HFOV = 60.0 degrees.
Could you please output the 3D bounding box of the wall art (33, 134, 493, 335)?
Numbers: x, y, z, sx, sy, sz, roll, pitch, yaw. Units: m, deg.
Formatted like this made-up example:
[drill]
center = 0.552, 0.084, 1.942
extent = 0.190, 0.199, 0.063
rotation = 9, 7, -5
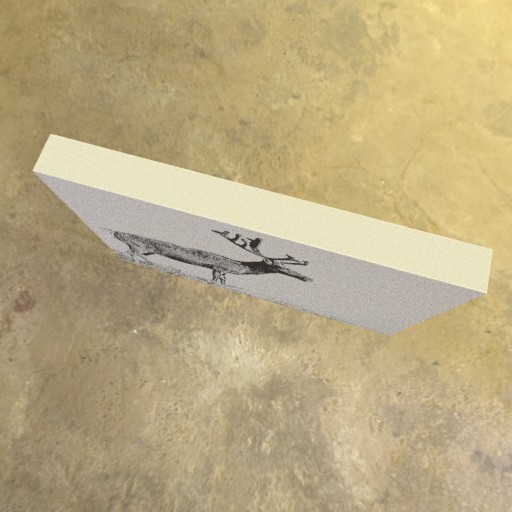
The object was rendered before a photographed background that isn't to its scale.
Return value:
[wall art]
center = 0.000, 0.000, 0.486
extent = 0.381, 0.259, 0.038
rotation = 16, 73, 5
